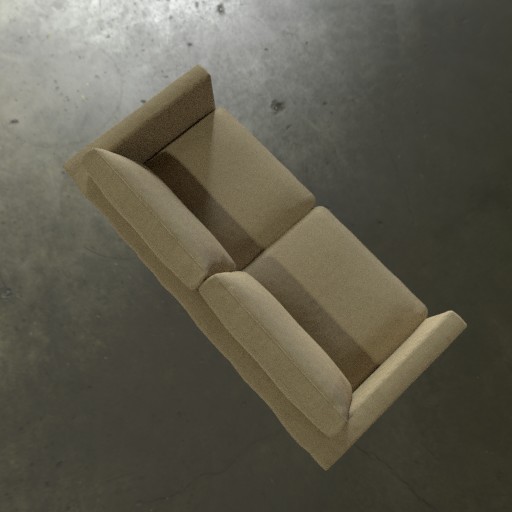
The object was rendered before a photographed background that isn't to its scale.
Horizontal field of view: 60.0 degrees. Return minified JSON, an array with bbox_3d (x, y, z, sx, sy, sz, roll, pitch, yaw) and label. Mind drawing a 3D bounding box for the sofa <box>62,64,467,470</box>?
[{"bbox_3d":[0.000,0.000,2.415,0.962,0.835,1.959,-41,78,-10],"label":"sofa"}]
